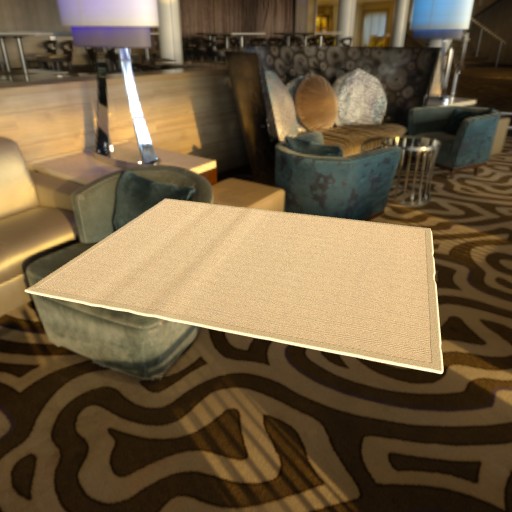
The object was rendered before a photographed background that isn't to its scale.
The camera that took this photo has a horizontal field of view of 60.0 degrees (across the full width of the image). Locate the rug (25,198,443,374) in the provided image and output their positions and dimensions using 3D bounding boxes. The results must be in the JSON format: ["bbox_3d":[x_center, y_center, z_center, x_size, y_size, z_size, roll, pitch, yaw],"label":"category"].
[{"bbox_3d":[0.000,0.000,4.788,3.659,0.037,2.734,8,28,16],"label":"rug"}]
